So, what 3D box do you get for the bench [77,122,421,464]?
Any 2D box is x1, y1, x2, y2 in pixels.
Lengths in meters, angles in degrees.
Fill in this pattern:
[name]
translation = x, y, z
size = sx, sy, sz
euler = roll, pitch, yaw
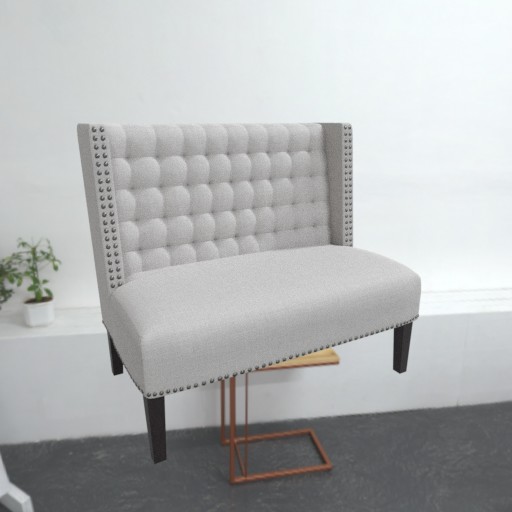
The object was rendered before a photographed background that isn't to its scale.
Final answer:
[bench]
translation = 0.000, 0.000, 1.955
size = 1.280, 1.123, 0.847
euler = -9, 19, -28
